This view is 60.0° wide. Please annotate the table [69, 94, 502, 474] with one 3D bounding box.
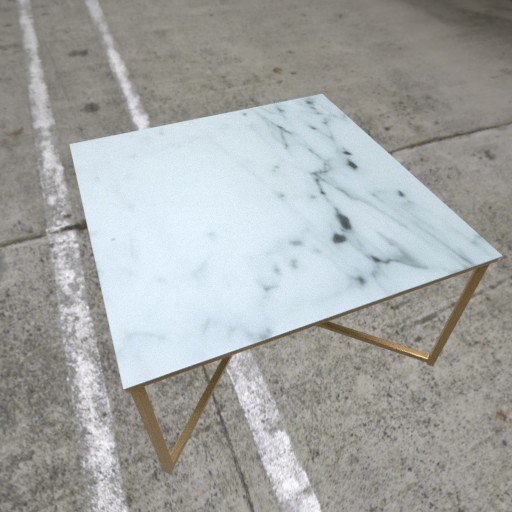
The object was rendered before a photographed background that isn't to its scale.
[{"bbox_3d":[0.000,0.000,1.250,0.800,0.450,0.800,-16,48,-15],"label":"table"}]
